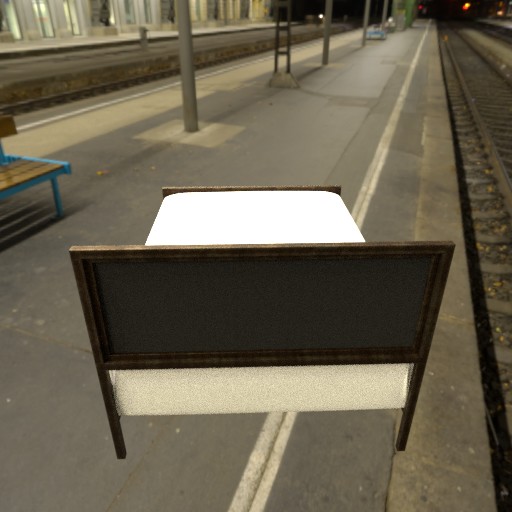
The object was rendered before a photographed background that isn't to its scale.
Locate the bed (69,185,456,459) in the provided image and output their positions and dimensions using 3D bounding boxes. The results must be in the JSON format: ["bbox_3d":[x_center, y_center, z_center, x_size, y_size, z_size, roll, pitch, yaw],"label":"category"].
[{"bbox_3d":[0.000,0.000,3.124,1.607,1.313,2.221,-1,29,-2],"label":"bed"}]
